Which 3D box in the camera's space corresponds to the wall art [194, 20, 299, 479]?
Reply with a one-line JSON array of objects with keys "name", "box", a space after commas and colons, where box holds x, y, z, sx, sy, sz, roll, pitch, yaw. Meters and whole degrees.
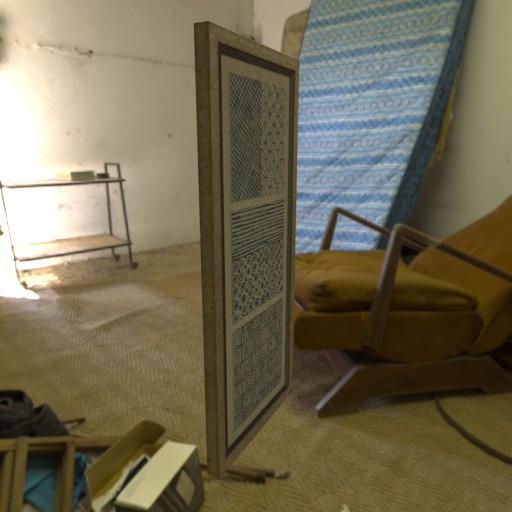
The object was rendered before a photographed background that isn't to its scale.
[{"name": "wall art", "box": [0.000, 0.000, 1.665, 0.051, 1.461, 0.648, 7, 15, 27]}]
